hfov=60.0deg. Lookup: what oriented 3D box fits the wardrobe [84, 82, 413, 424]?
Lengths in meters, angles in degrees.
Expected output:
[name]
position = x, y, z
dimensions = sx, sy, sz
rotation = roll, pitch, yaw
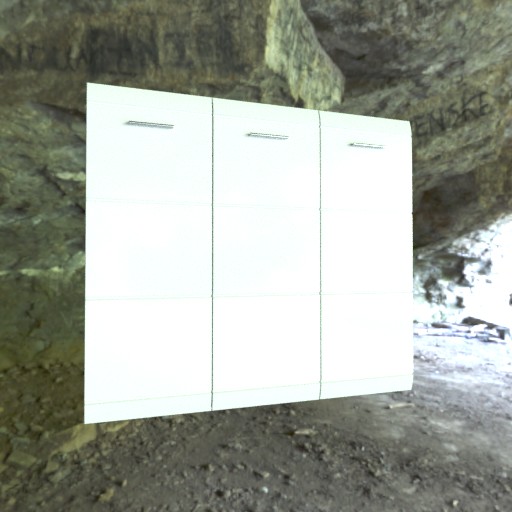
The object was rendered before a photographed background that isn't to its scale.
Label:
[wardrobe]
position = 0.000, 0.000, 1.880
dimensions = 1.340, 1.200, 0.360
rotation = 0, -1, -18
